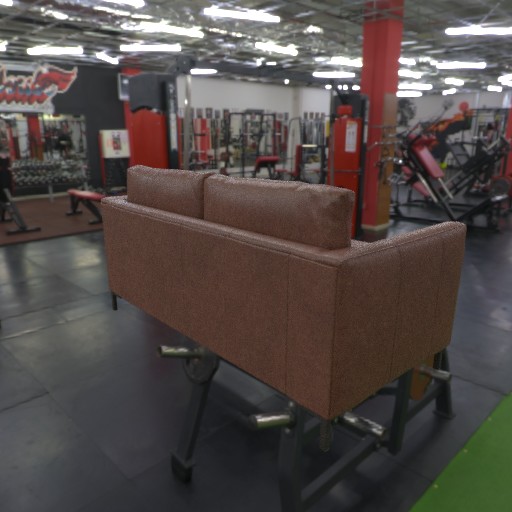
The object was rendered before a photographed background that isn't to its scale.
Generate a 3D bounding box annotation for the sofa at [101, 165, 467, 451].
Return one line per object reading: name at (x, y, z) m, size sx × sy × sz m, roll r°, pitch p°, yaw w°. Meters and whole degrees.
sofa at (0.000, 0.000, 2.288) m, size 0.899 × 0.883 × 1.797 m, roll -13°, pitch 20°, yaw -40°
